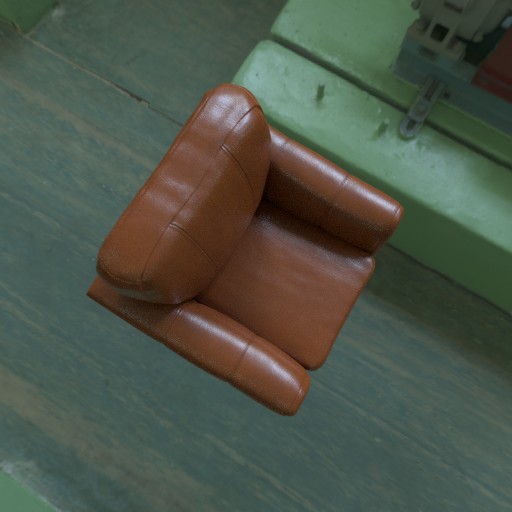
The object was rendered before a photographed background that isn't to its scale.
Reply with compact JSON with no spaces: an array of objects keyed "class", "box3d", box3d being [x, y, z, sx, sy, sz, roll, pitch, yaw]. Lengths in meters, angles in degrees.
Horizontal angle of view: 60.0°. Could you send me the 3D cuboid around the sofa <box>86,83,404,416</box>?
[{"class":"sofa","box3d":[0.000,0.000,1.544,0.789,0.876,0.836,30,78,7]}]
